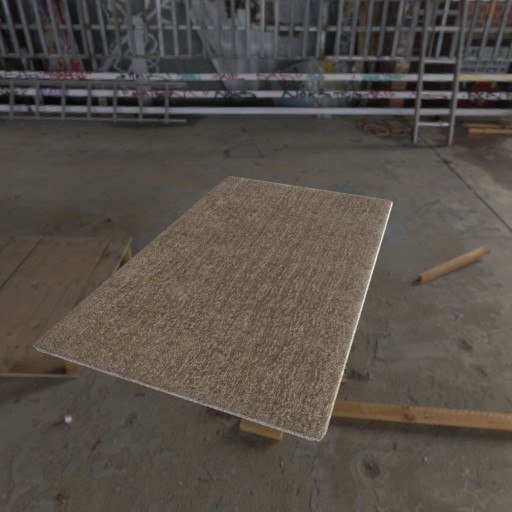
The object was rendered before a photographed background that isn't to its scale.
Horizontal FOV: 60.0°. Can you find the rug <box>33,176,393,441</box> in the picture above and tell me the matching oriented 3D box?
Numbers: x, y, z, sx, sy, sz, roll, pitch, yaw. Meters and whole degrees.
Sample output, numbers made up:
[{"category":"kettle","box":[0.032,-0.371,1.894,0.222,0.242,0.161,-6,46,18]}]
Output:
[{"category":"rug","box":[0.000,0.000,3.015,1.539,0.024,2.469,12,34,18]}]
